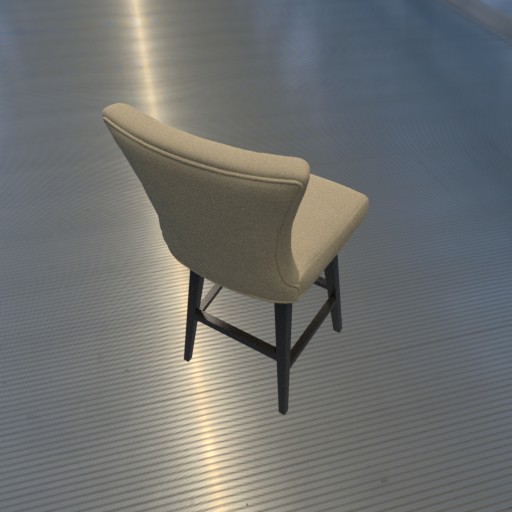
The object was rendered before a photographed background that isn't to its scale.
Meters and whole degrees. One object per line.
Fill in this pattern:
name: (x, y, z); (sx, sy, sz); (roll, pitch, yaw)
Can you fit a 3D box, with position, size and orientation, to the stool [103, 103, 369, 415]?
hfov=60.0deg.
stool: (0.000, 0.000, 1.410); (0.514, 1.086, 0.574); (23, 49, 21)
